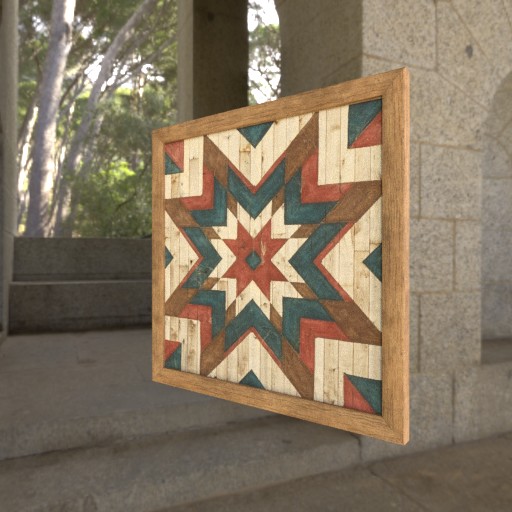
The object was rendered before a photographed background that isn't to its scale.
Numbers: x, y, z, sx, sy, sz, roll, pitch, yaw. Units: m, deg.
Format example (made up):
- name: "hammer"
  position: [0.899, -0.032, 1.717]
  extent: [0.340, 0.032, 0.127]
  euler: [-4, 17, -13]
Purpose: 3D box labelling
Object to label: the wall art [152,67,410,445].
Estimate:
- name: "wall art"
  position: [0.000, 0.000, 1.026]
  extent: [0.695, 0.691, 0.029]
  euler: [0, 0, 37]
